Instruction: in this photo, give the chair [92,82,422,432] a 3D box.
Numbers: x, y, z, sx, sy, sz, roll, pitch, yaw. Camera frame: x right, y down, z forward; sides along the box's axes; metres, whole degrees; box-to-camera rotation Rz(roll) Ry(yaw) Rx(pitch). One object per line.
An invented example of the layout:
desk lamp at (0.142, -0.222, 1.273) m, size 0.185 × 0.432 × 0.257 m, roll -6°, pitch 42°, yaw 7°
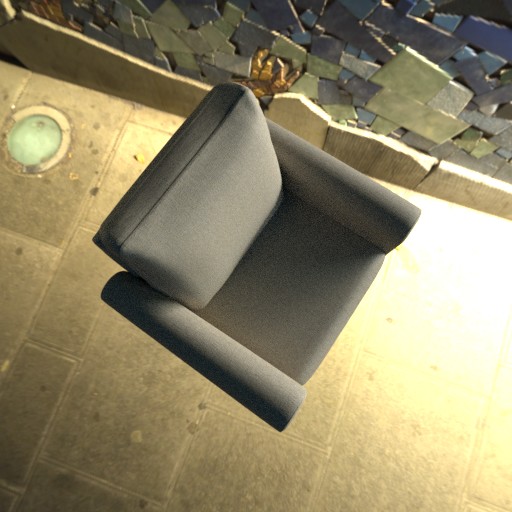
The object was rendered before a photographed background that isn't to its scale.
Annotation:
chair at (0.000, 0.000, 2.315) m, size 1.180 × 1.349 × 1.275 m, roll 34°, pitch 78°, yaw 8°
